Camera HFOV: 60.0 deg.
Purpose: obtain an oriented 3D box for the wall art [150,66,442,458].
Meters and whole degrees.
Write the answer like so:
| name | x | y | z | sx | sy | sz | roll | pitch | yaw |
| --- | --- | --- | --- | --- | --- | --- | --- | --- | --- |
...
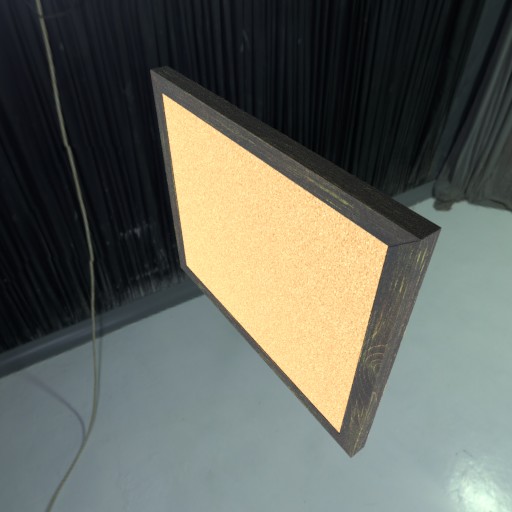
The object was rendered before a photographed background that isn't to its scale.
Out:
| name | x | y | z | sx | sy | sz | roll | pitch | yaw |
| --- | --- | --- | --- | --- | --- | --- | --- | --- | --- |
| wall art | 0.000 | 0.000 | 0.738 | 0.032 | 0.457 | 0.558 | -26 | 48 | -26 |
